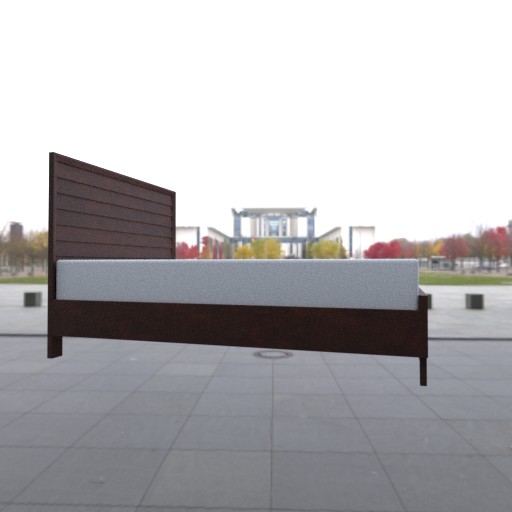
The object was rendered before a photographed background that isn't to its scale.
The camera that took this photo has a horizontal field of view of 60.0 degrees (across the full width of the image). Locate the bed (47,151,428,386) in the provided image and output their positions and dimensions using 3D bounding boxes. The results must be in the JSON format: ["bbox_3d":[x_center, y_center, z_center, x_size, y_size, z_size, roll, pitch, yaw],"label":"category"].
[{"bbox_3d":[0.000,0.000,3.167,2.184,1.270,1.600,0,-1,17],"label":"bed"}]
